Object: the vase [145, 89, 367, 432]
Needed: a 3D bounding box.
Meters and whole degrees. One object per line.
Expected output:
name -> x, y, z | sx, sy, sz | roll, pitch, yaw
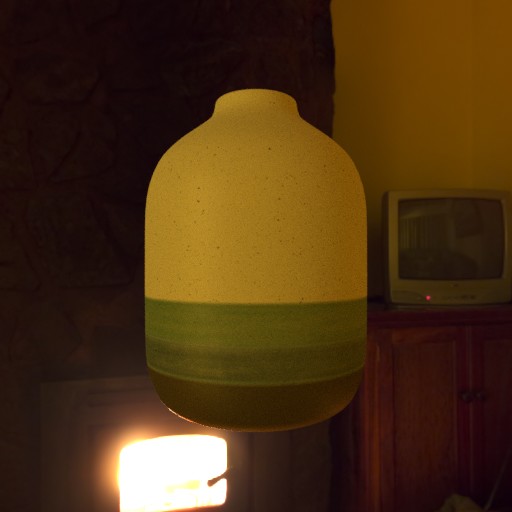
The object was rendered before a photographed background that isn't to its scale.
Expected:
vase -> 0.000, 0.000, 0.348 | 0.169, 0.240, 0.169 | 0, -1, 0
